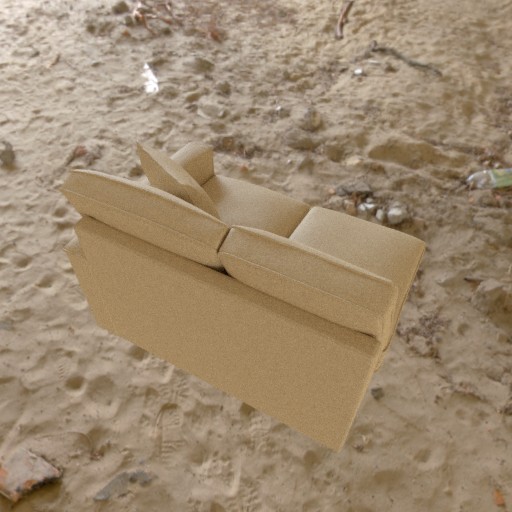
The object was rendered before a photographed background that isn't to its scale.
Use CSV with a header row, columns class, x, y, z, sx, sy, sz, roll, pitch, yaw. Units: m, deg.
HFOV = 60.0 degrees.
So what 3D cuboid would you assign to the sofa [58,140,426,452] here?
class,x,y,z,sx,sy,sz,roll,pitch,yaw
sofa,0.000,0.000,2.073,1.388,0.989,0.991,22,50,20
